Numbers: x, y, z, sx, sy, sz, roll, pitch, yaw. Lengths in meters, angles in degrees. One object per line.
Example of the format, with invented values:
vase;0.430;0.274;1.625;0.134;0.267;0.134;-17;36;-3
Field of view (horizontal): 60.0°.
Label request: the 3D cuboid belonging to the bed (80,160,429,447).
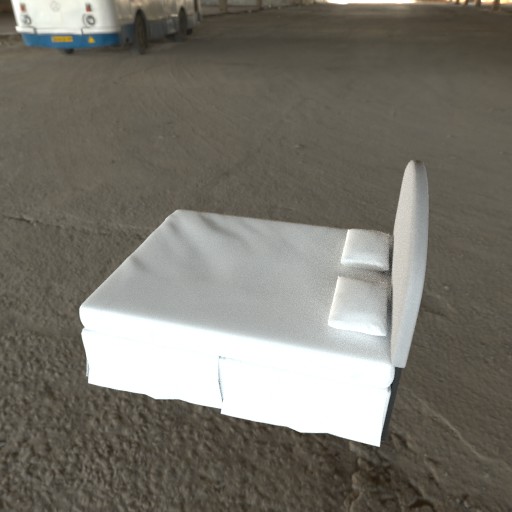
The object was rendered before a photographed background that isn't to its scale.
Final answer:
bed;0.000;0.000;3.079;2.005;1.410;1.607;8;32;13
